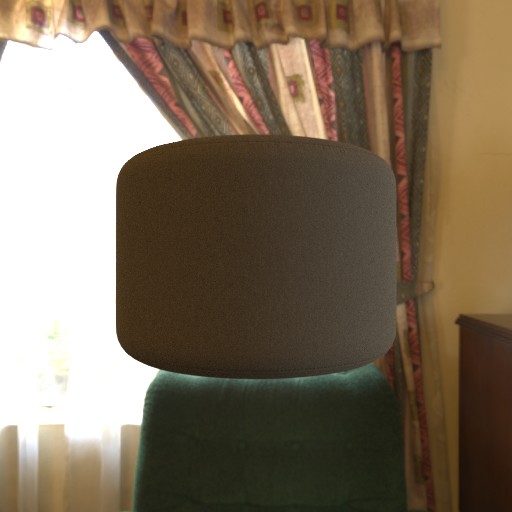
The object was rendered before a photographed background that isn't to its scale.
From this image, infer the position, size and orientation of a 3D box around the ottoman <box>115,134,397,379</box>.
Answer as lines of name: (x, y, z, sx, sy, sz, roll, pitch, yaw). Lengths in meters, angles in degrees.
ottoman: (0.000, 0.000, 1.006, 0.608, 0.433, 0.608, 0, 0, 0)
